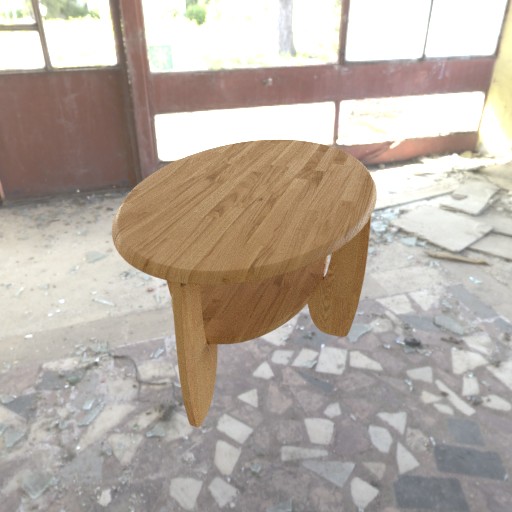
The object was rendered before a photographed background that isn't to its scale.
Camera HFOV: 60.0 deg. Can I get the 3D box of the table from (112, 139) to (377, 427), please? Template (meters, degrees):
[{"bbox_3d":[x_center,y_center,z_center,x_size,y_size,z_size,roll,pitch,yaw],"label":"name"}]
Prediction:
[{"bbox_3d":[0.000,0.000,1.421,0.690,0.490,1.040,10,31,16],"label":"table"}]
